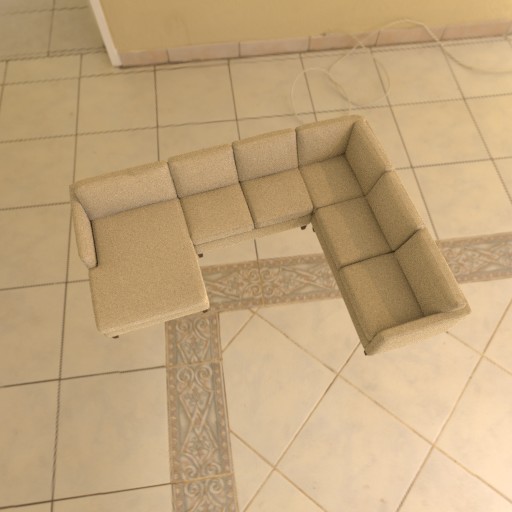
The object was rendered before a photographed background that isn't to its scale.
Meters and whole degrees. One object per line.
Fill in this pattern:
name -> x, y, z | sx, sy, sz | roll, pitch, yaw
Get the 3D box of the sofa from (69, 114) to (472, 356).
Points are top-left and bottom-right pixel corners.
sofa -> 0.000, 0.000, 4.645 | 3.460, 0.959, 2.593 | -15, 65, -7
